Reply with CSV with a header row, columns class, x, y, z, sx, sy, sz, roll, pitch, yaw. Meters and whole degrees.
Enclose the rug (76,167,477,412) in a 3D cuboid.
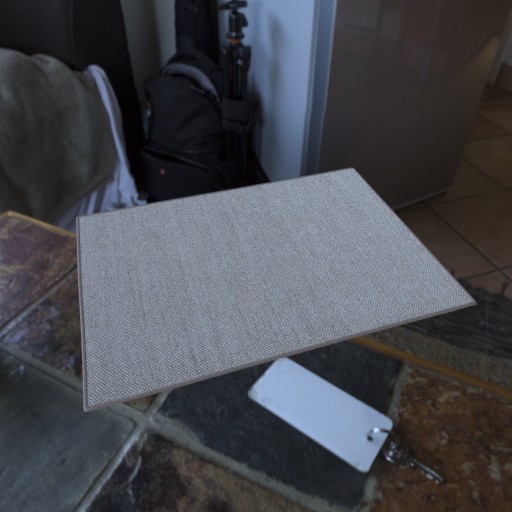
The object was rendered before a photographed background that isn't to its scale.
class,x,y,z,sx,sy,sz,roll,pitch,yaw
rug,0.000,0.000,2.757,2.115,0.013,1.517,-12,44,-13
